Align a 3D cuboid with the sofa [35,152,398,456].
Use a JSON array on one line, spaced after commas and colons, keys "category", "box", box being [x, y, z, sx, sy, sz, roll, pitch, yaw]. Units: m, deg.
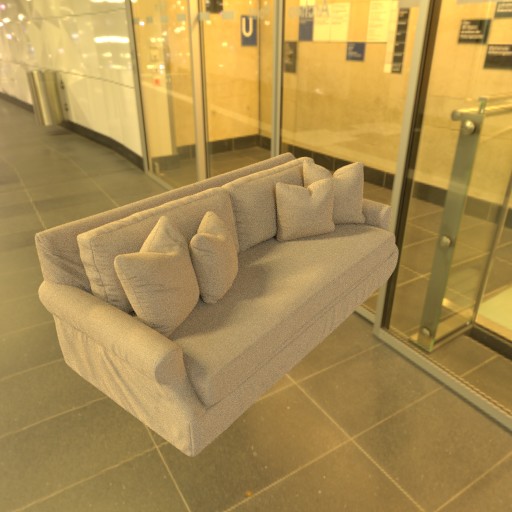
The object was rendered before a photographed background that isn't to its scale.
[{"category": "sofa", "box": [0.000, 0.000, 2.764, 1.067, 0.904, 2.285, 19, 32, 34]}]
